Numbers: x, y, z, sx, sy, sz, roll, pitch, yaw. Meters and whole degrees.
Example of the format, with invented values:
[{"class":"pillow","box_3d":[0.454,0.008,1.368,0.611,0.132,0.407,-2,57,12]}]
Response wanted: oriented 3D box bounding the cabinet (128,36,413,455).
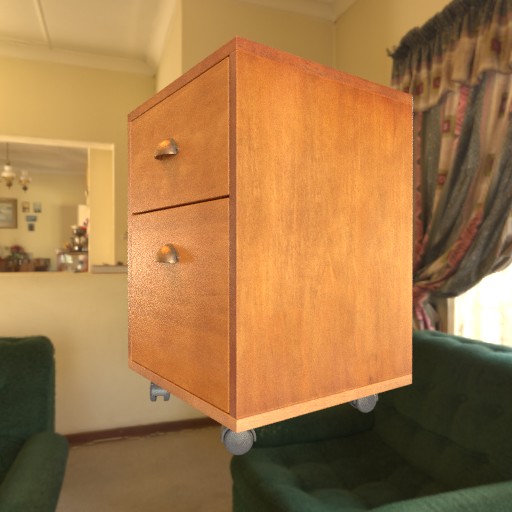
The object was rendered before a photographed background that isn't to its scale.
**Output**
[{"class":"cabinet","box_3d":[0.000,0.000,0.848,0.401,0.579,0.409,0,1,-36]}]
